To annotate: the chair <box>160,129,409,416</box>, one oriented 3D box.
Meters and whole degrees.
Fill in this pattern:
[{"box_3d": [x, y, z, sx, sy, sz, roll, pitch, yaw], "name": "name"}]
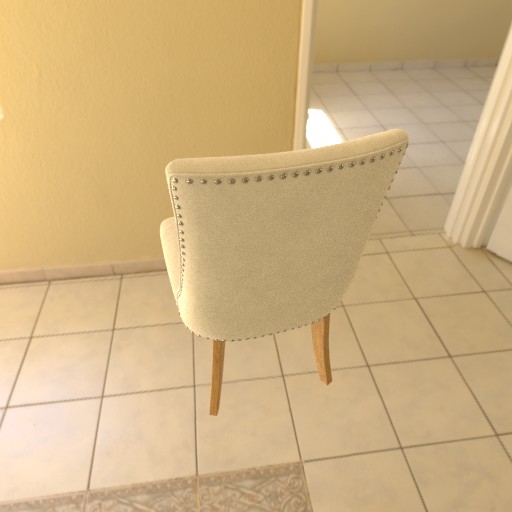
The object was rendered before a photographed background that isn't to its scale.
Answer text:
[{"box_3d": [0.000, 0.000, 1.267, 0.495, 0.902, 0.610, -11, 41, -13], "name": "chair"}]
